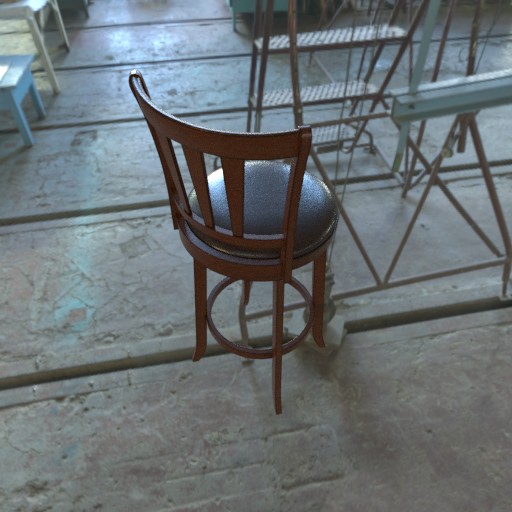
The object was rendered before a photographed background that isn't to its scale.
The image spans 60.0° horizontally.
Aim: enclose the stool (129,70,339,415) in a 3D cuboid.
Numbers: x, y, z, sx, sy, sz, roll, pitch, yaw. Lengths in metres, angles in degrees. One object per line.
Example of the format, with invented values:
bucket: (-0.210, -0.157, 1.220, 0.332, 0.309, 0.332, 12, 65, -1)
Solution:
stool: (0.000, 0.000, 1.400, 0.464, 1.177, 0.503, 25, 51, 23)
